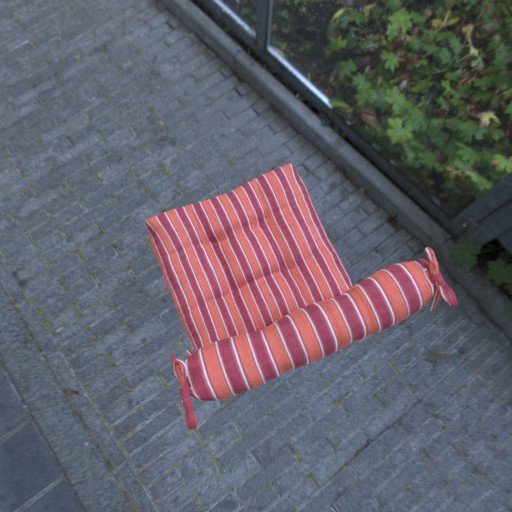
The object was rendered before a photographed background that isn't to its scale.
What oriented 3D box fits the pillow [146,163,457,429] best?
[{"bbox_3d":[0.000,0.000,1.036,0.519,0.605,0.571,-23,75,-6],"label":"pillow"}]
